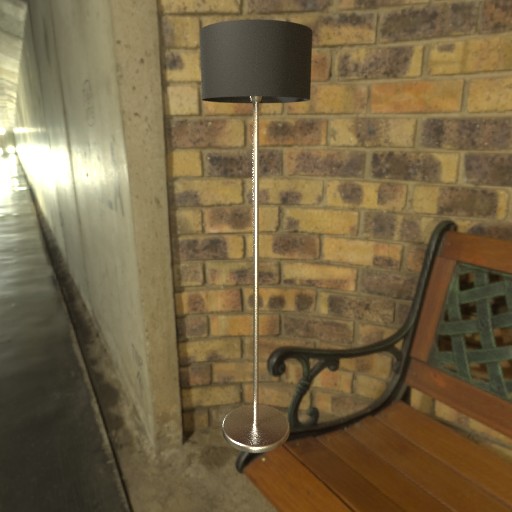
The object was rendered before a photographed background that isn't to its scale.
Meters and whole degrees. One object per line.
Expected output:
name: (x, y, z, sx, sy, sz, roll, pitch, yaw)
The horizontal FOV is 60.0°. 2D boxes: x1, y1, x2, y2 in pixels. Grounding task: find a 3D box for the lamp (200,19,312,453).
lamp: (0.000, 0.000, 1.576, 0.348, 1.443, 0.348, 7, 17, 23)
